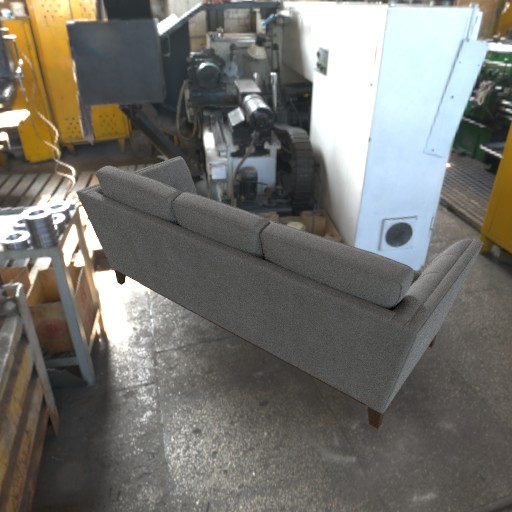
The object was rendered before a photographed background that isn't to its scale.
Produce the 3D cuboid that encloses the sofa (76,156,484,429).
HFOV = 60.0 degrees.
[{"bbox_3d":[0.000,0.000,2.861,2.387,0.940,0.965,22,37,32],"label":"sofa"}]
